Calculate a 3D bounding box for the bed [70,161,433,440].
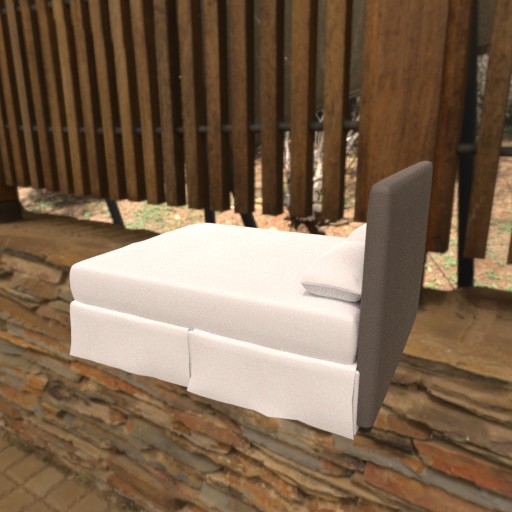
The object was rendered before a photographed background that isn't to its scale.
[{"bbox_3d":[0.000,0.000,3.219,2.142,1.330,1.723,8,18,26],"label":"bed"}]
